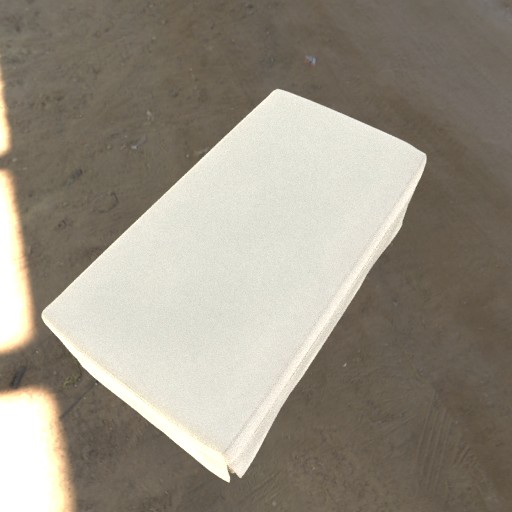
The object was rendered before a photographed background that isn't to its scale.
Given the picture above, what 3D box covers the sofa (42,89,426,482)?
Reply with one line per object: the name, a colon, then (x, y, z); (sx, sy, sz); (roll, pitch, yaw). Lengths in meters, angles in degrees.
sofa: (0.000, 0.000, 2.081); (0.939, 0.552, 1.677); (30, 62, 18)
